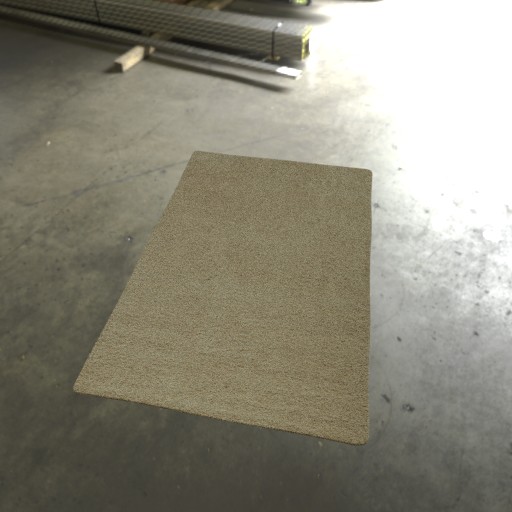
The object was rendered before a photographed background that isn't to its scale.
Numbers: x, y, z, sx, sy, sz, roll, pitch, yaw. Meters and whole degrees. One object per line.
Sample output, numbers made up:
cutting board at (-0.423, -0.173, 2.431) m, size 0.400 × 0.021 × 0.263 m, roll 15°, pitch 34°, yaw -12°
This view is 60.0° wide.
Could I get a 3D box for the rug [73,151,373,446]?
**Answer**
rug at (0.000, 0.000, 3.523) m, size 1.801 × 0.024 × 2.700 m, roll 8°, pitch 47°, yaw 7°
